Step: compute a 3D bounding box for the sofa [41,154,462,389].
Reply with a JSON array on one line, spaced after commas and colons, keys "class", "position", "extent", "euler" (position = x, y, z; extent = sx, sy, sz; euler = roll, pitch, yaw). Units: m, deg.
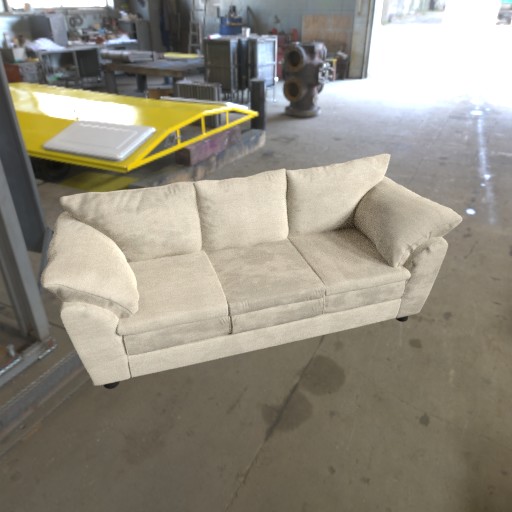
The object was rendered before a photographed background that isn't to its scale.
[{"class": "sofa", "position": [0.000, 0.000, 2.835], "extent": [2.377, 0.981, 0.893], "euler": [-9, 31, -16]}]
